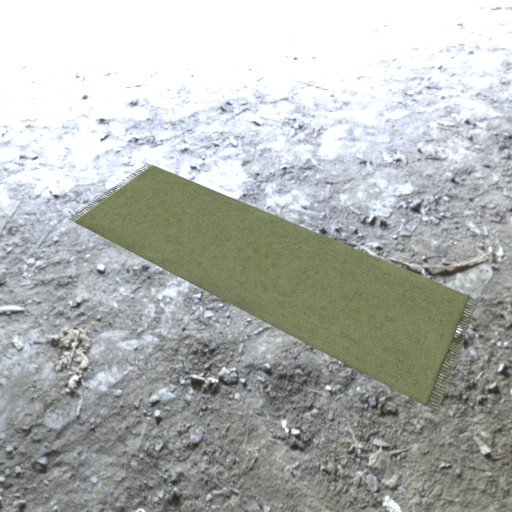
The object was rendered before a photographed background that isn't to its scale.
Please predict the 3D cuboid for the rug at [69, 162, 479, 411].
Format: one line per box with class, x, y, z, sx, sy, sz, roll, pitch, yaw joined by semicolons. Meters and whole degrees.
rug;0.000;0.000;2.797;2.544;0.015;0.795;25;51;22
